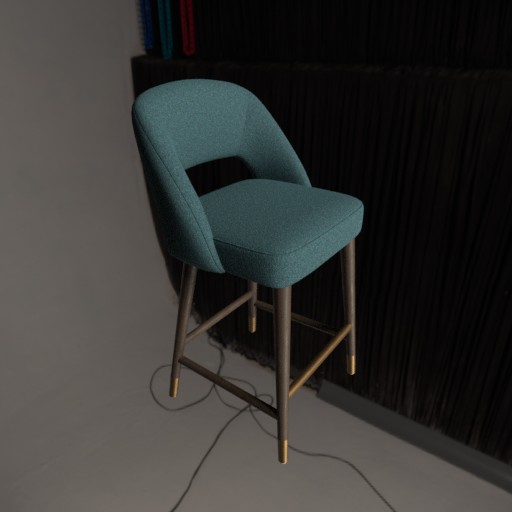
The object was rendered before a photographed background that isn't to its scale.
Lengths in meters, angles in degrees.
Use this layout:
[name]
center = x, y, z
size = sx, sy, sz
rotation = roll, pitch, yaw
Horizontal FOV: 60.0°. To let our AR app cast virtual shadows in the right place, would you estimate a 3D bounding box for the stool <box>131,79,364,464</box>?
[stool]
center = 0.000, 0.000, 1.297
size = 0.522, 0.939, 0.536
rotation = 18, 31, 31
